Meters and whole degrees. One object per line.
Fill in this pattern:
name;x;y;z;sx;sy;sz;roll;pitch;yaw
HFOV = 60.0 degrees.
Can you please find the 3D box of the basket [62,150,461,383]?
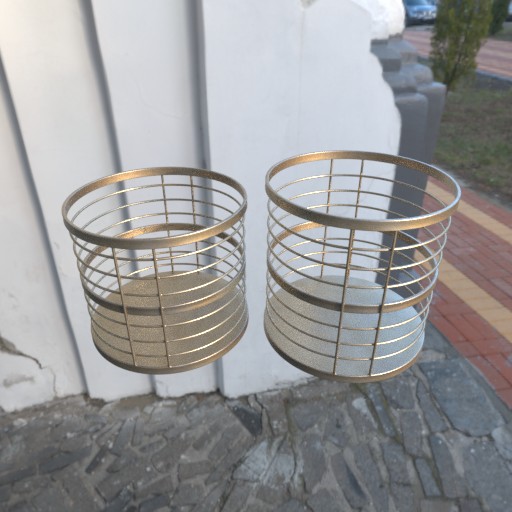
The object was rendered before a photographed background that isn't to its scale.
basket;0.000;0.000;0.932;0.746;0.351;0.356;2;31;3
